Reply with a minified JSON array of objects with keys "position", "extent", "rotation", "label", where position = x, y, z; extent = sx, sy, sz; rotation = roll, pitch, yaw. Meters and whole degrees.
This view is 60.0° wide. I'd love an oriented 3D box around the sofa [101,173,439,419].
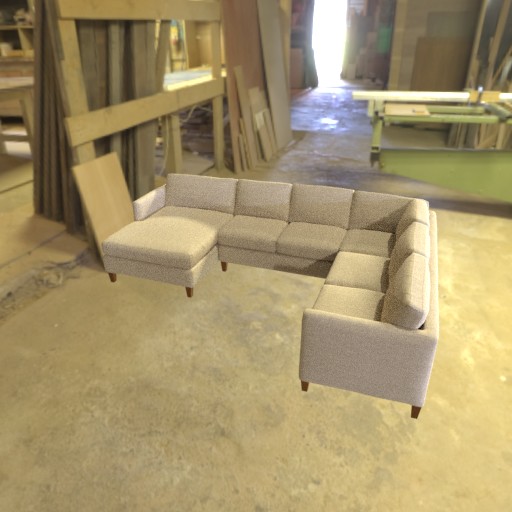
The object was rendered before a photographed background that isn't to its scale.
[{"position":[0.000,0.000,4.589],"extent":[3.460,0.961,2.594],"rotation":[9,28,18],"label":"sofa"}]
